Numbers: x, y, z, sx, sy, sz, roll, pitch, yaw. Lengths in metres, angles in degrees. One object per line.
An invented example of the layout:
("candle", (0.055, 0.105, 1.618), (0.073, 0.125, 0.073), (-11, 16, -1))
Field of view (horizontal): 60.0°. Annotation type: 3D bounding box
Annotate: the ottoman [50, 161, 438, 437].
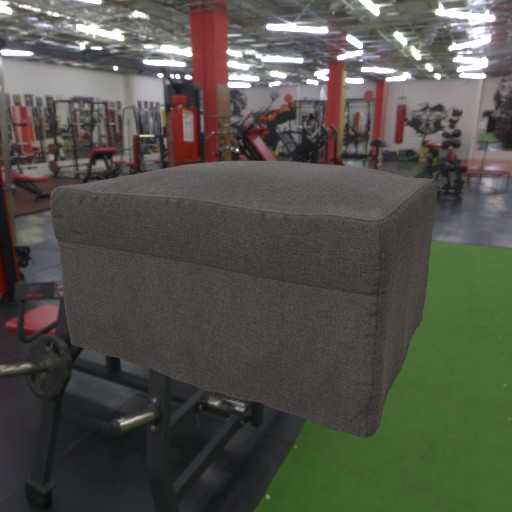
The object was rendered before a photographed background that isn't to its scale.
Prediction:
("ottoman", (0.000, 0.000, 1.216), (0.833, 0.492, 0.652), (9, 19, 27))
